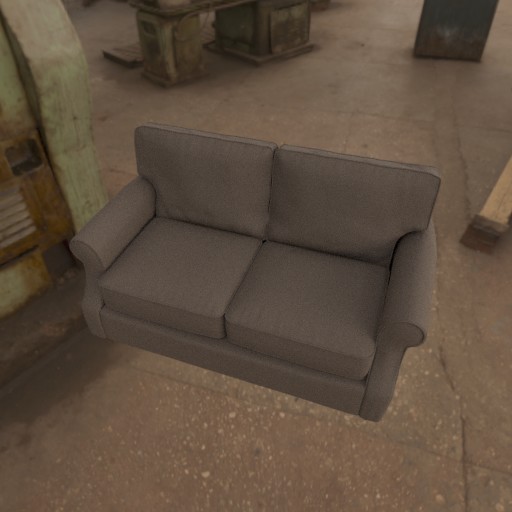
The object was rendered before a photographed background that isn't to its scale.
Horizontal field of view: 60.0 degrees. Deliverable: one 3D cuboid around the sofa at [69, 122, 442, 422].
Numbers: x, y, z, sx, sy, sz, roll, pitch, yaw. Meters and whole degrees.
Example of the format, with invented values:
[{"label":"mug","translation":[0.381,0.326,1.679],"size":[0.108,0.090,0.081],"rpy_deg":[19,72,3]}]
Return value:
[{"label":"sofa","translation":[0.000,0.000,2.219],"size":[1.665,0.937,0.964],"rpy_deg":[13,42,15]}]
